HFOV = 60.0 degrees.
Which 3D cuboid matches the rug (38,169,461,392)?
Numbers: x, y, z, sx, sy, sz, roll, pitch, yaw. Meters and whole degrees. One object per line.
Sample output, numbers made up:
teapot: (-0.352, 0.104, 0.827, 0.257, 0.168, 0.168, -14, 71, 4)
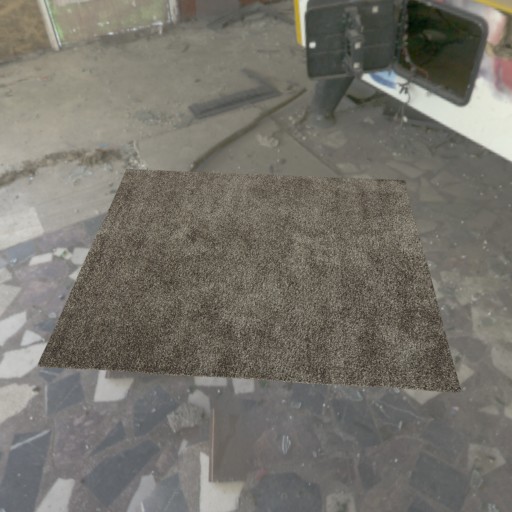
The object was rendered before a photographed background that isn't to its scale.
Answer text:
rug: (0.000, 0.000, 3.947, 3.000, 0.025, 2.401, 3, 47, 3)
